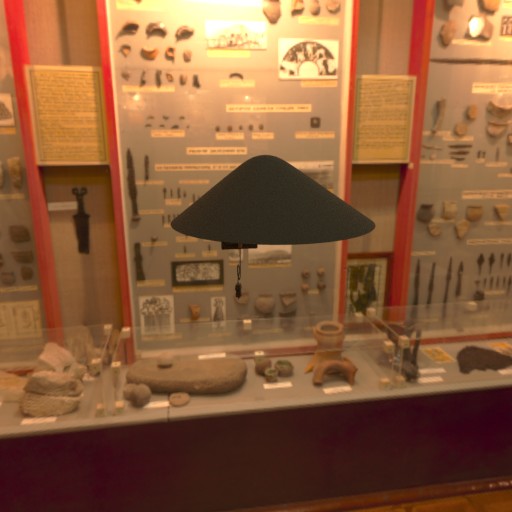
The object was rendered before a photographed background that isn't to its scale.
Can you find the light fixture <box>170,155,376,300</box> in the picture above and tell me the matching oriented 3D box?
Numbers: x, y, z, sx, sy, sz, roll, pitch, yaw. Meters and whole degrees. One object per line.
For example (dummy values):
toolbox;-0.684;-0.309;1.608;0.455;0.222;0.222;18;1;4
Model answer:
light fixture;0.000;0.000;0.684;0.240;0.312;0.516;-2;16;-8
